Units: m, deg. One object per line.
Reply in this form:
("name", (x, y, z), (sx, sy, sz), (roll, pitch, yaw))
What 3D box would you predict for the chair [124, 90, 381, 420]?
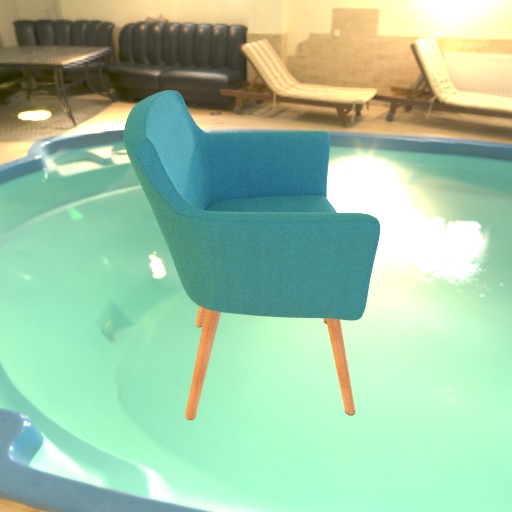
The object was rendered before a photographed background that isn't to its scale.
("chair", (0.000, 0.000, 1.166), (0.540, 0.780, 0.570), (-1, 32, -2))
